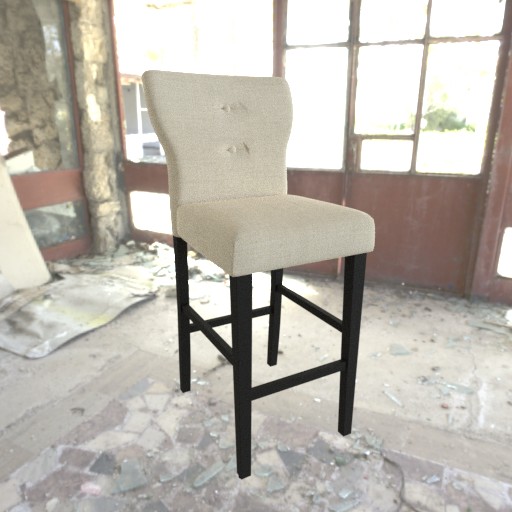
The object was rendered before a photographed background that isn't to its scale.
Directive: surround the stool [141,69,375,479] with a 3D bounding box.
[{"bbox_3d":[0.000,0.000,1.415,0.516,1.124,0.603,-9,20,-27],"label":"stool"}]
